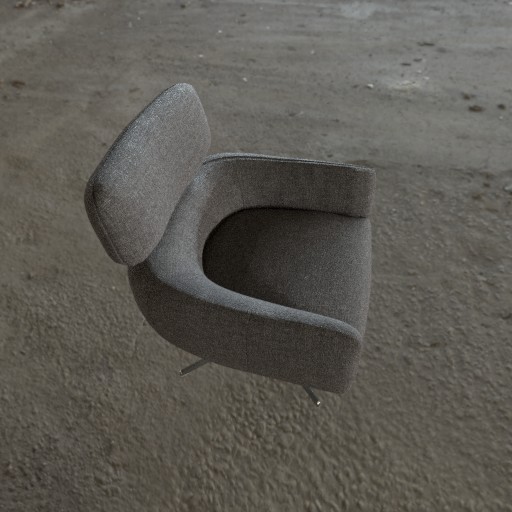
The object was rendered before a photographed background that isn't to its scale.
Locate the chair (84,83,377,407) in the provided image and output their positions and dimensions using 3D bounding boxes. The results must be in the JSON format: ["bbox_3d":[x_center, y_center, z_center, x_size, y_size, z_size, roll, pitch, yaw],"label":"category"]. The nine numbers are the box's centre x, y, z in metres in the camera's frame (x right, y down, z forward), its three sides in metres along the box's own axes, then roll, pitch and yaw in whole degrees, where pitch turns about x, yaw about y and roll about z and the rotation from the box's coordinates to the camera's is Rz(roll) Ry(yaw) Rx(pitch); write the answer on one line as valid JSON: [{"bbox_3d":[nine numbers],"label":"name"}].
[{"bbox_3d":[0.000,0.000,1.353,0.715,0.812,0.706,10,47,9],"label":"chair"}]
